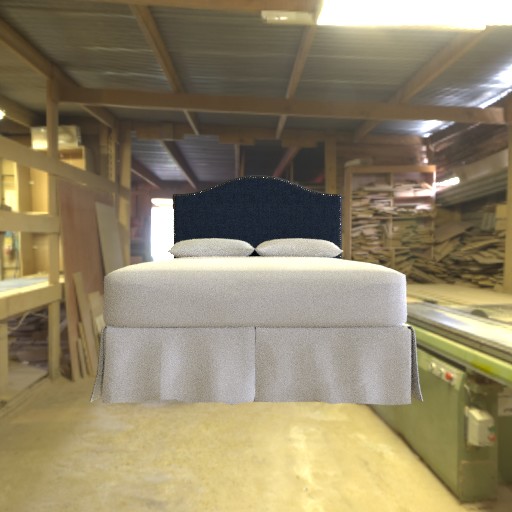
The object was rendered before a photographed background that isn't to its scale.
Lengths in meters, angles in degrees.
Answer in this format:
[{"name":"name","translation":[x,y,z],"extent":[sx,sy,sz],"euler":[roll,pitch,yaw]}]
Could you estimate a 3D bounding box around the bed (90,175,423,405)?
[{"name":"bed","translation":[0.000,0.000,3.289],"extent":[1.713,1.518,2.153],"euler":[0,1,0]}]
